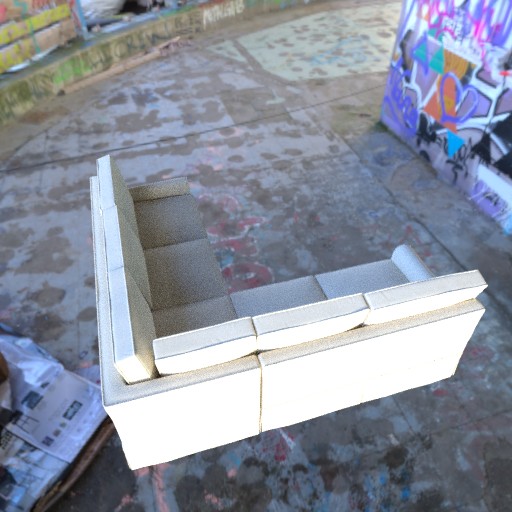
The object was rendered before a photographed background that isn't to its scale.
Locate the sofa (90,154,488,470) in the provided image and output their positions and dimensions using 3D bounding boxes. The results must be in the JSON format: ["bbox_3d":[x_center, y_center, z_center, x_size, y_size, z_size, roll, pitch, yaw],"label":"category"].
[{"bbox_3d":[0.000,0.000,3.866,2.591,1.070,2.597,-12,43,-13],"label":"sofa"}]
